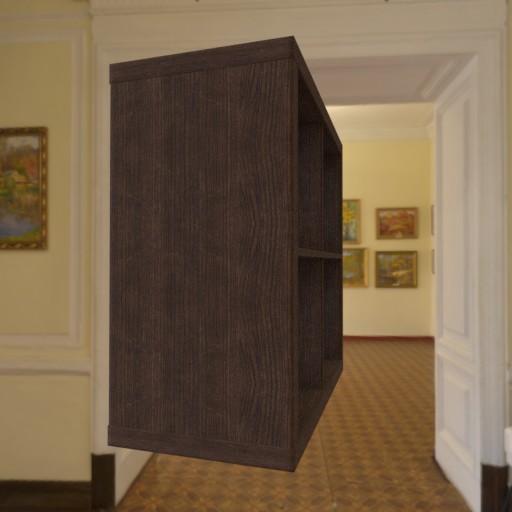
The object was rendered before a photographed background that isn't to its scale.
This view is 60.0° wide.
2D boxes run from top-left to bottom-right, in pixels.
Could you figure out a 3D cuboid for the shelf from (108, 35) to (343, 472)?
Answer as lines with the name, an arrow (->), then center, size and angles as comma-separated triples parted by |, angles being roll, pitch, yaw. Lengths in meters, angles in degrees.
shelf -> 0.000, 0.000, 1.232 | 0.390, 0.786, 0.790 | 0, -1, 17
